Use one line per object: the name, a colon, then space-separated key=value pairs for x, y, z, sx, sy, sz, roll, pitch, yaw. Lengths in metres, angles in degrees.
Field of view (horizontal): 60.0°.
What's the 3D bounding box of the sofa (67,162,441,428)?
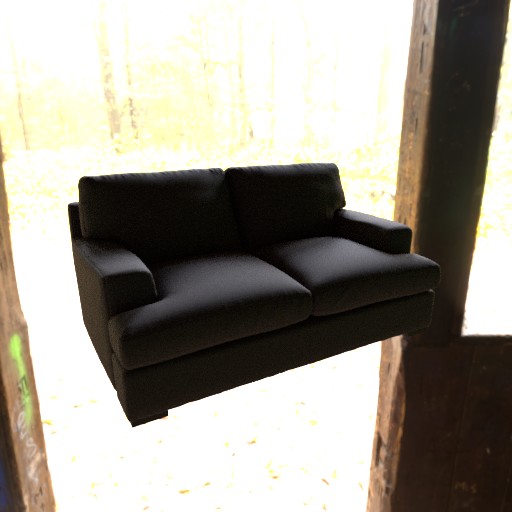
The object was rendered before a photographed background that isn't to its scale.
sofa: x=0.000 y=0.000 z=2.538 sx=1.880 sy=0.940 sz=1.143 roll=-10 pitch=19 yaw=-28
